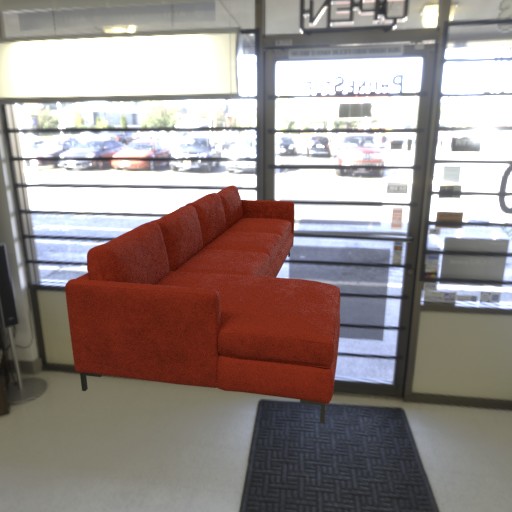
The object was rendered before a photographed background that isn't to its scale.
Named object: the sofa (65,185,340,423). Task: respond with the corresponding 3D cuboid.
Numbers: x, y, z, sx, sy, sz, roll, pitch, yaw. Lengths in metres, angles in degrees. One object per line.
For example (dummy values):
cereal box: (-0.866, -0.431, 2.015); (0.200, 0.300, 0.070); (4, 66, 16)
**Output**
sofa: (0.000, 0.000, 2.913); (1.136, 0.663, 2.467); (3, 16, 11)
